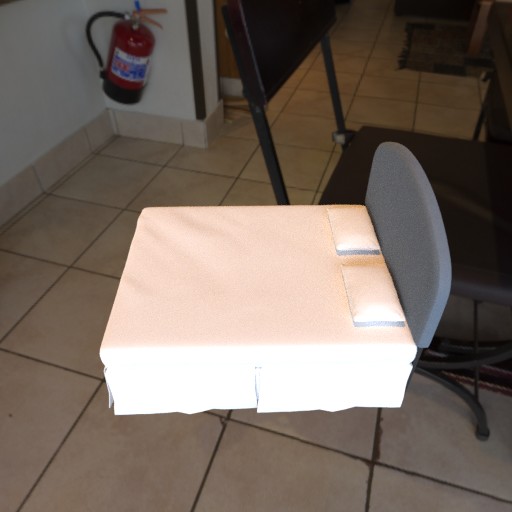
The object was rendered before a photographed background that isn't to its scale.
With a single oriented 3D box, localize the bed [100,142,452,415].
[{"bbox_3d":[0.000,0.000,3.111,2.005,1.410,1.607,-1,41,-1],"label":"bed"}]
